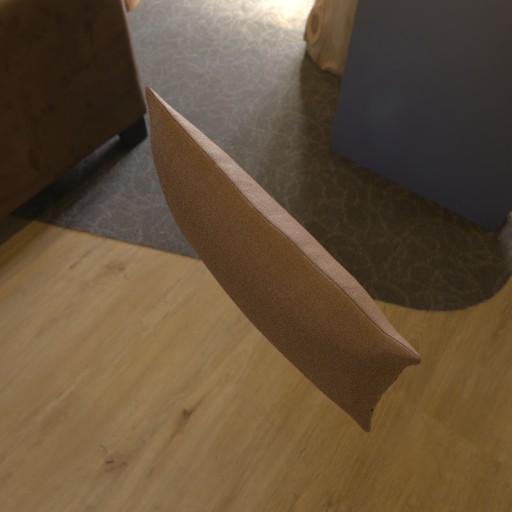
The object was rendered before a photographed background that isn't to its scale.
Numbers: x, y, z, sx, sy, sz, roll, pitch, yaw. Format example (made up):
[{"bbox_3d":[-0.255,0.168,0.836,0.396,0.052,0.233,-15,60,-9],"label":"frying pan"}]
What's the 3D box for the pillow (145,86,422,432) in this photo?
[{"bbox_3d":[0.000,0.000,0.734,0.148,0.308,0.612,-32,62,-20],"label":"pillow"}]
